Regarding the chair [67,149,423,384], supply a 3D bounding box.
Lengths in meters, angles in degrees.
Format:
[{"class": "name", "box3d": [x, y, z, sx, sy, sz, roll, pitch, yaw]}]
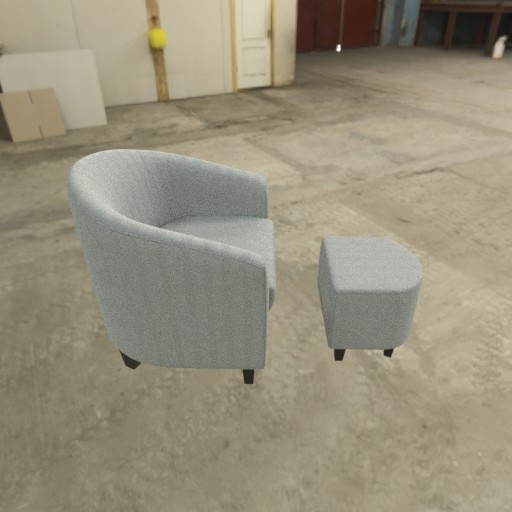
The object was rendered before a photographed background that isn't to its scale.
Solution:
[{"class": "chair", "box3d": [0.000, 0.000, 1.736, 1.288, 0.757, 0.756, 1, 31, 1]}]
